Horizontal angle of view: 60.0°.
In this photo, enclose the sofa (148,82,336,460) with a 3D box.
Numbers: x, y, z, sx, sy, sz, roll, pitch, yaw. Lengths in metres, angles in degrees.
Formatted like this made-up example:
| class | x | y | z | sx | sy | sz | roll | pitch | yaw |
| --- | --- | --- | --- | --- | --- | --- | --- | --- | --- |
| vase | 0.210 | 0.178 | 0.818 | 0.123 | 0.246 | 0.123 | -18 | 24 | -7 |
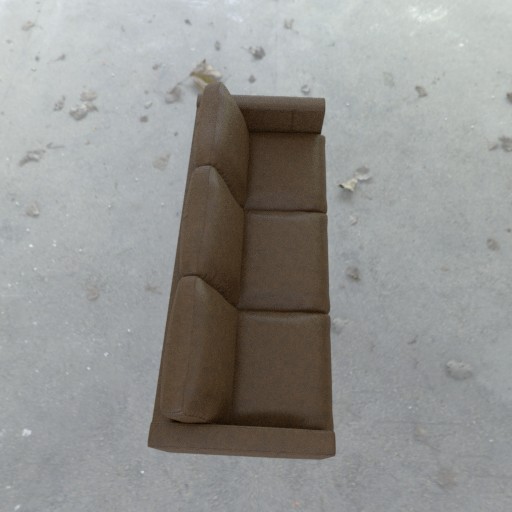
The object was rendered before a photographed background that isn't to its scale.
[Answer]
| class | x | y | z | sx | sy | sz | roll | pitch | yaw |
| --- | --- | --- | --- | --- | --- | --- | --- | --- | --- |
| sofa | 0.000 | 0.000 | 2.724 | 0.903 | 0.930 | 2.231 | 2 | 64 | 1 |
